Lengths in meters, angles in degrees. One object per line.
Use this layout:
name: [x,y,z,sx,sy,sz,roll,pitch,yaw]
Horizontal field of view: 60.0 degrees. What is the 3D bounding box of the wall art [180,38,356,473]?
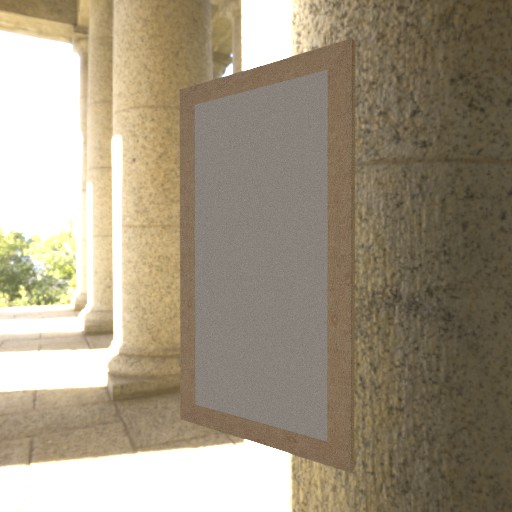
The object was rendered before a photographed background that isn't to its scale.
wall art: [0.000,0.000,0.813,0.381,0.683,0.013,1,1,36]
